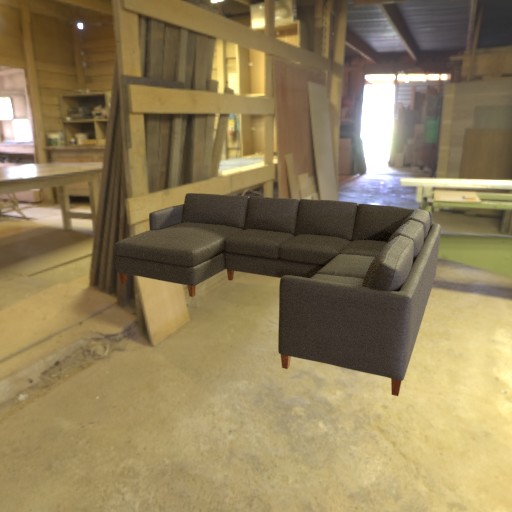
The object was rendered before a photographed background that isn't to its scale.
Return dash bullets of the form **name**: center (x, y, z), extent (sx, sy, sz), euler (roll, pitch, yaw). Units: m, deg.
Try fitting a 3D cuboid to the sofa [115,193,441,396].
- **sofa**: center (0.000, 0.000, 4.713), extent (3.460, 0.961, 2.594), euler (8, 18, 25)
